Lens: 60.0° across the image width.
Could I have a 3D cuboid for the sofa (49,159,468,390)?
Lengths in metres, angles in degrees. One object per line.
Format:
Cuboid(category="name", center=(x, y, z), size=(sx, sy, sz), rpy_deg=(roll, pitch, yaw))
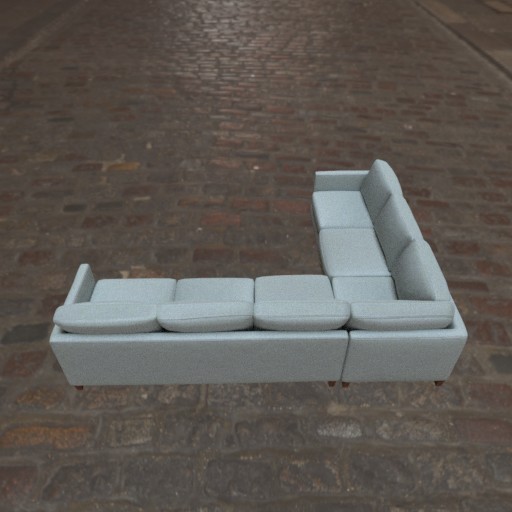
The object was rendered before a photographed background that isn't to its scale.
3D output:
Cuboid(category="sofa", center=(0.000, 0.000, 4.528), size=(3.301, 0.947, 2.592), rpy_deg=(-1, 41, -1))
